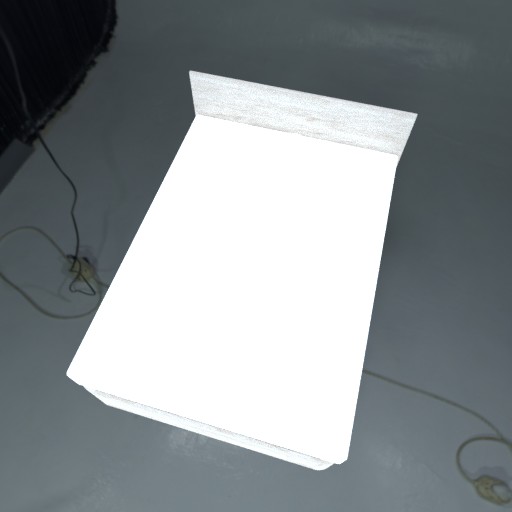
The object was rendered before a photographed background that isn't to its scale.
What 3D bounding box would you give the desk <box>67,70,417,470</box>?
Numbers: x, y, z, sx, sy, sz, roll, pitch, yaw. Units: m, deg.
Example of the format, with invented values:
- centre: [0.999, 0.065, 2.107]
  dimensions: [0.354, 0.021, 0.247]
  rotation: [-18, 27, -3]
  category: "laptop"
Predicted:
- centre: [0.000, 0.000, 2.549]
  dimensions: [1.400, 0.800, 1.900]
  rotation: [14, 61, 8]
  category: "desk"
